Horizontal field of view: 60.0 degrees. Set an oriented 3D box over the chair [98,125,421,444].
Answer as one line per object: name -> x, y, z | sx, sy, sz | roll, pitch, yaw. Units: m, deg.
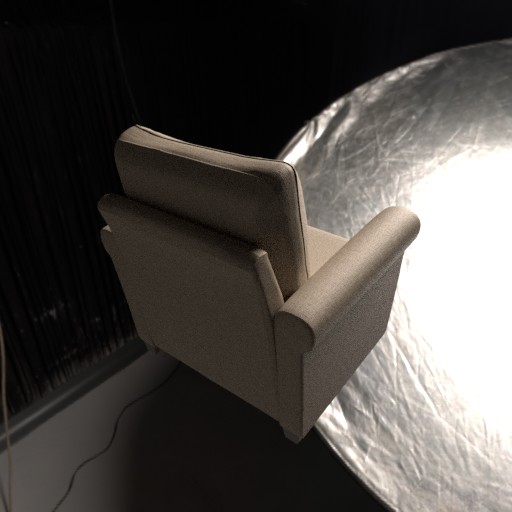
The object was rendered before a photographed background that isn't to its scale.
chair -> 0.000, 0.000, 2.299 | 1.275, 1.349, 1.180 | 21, 37, 31
